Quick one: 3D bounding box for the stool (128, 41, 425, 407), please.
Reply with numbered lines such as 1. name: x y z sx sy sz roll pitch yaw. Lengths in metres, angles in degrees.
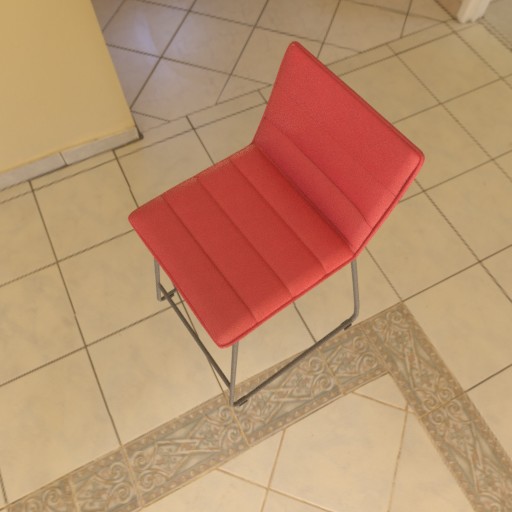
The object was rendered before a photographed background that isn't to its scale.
1. stool: 0.000 0.000 1.176 0.524 0.866 0.489 -34 69 -15
